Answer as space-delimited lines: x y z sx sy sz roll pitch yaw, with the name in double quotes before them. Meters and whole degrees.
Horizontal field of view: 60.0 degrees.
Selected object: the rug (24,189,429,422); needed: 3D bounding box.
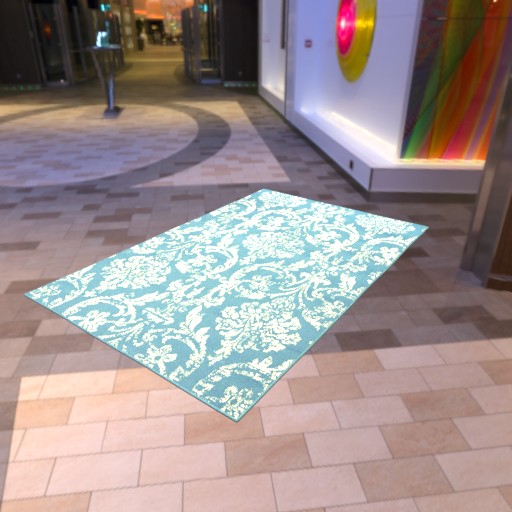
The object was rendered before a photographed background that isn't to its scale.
"rug" 0.000 0.000 2.303 1.211 0.012 1.833 18 32 32
